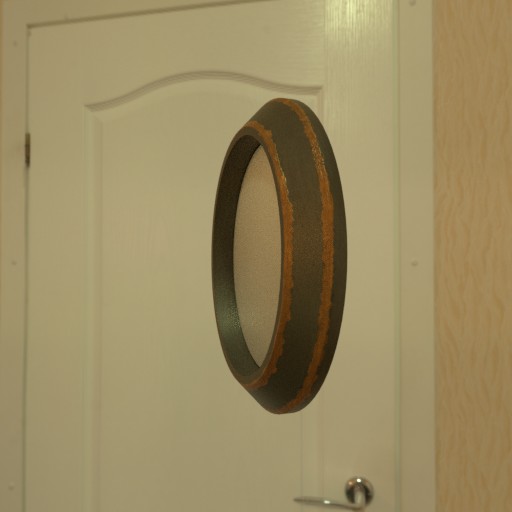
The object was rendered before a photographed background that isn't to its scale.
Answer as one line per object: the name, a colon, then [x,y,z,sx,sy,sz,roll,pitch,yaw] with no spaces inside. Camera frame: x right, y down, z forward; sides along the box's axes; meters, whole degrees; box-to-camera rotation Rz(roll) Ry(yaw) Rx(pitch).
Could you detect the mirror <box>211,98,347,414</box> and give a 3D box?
mirror: [0.000,0.000,1.335,0.111,0.907,0.907,0,-1,-18]
